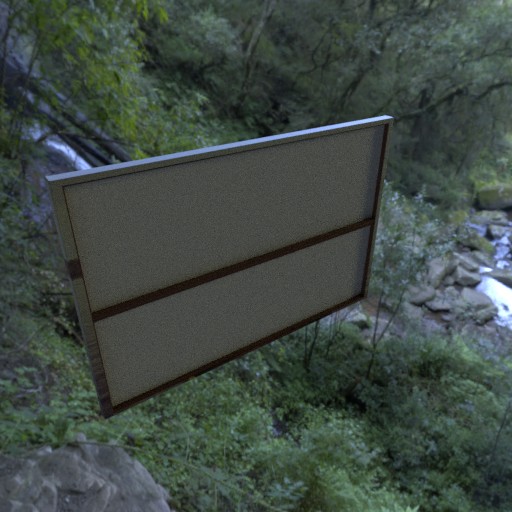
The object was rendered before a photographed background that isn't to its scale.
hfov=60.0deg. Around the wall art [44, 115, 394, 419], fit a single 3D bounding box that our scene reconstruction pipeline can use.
[{"bbox_3d":[0.000,0.000,1.467,1.149,0.765,0.040,-19,34,-30],"label":"wall art"}]
